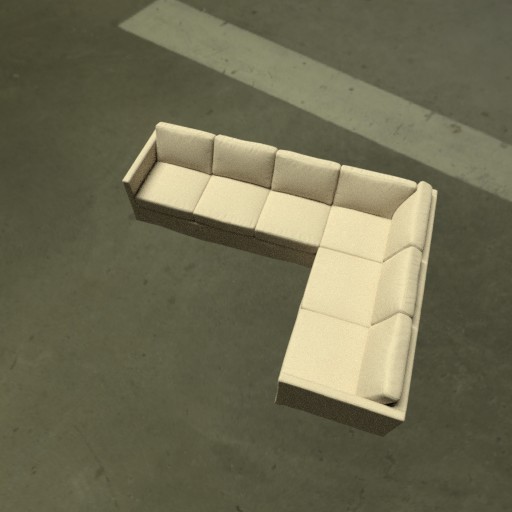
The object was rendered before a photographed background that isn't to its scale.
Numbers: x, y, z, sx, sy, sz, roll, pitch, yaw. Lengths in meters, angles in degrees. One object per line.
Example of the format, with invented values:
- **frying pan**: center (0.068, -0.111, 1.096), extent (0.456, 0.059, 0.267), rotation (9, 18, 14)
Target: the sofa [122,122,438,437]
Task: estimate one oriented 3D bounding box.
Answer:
- **sofa**: center (0.000, 0.000, 4.443), extent (3.182, 0.871, 2.432), rotation (16, 59, 10)
